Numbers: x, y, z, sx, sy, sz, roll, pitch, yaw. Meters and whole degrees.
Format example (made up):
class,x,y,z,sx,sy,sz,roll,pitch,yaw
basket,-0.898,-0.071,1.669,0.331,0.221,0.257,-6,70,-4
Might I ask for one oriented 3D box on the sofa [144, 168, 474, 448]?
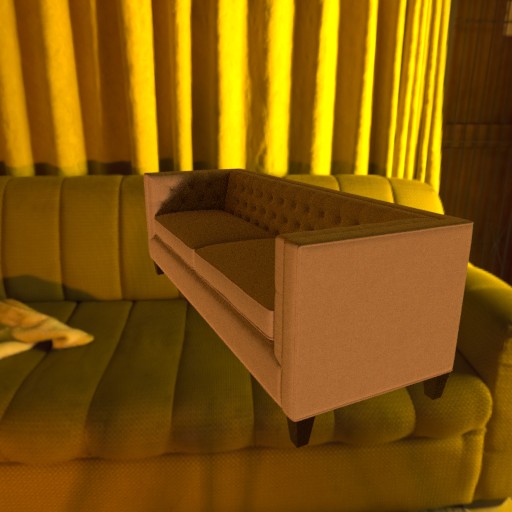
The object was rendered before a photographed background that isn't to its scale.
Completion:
class,x,y,z,sx,sy,sz,roll,pitch,yaw
sofa,0.000,0.000,2.516,0.775,0.762,2.159,-8,19,-24
